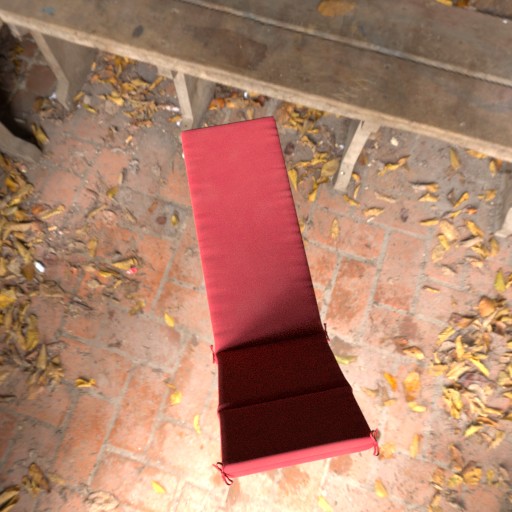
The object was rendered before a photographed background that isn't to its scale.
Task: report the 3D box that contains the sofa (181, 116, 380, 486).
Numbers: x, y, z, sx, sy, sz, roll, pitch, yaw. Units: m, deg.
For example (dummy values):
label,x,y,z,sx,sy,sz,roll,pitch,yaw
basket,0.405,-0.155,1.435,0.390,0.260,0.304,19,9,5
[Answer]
label,x,y,z,sx,sy,sz,roll,pitch,yaw
sofa,0.000,0.000,1.949,0.582,0.622,1.663,-10,75,-3
